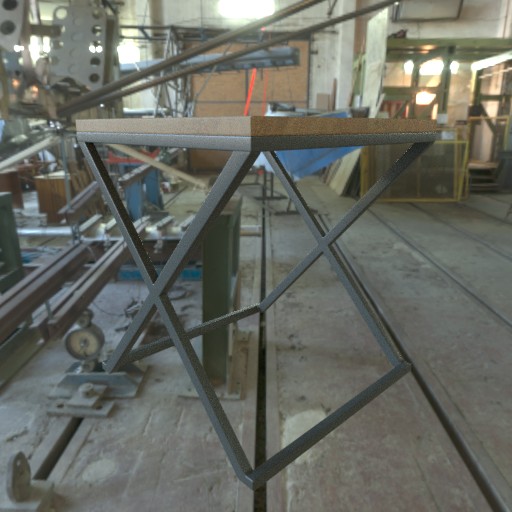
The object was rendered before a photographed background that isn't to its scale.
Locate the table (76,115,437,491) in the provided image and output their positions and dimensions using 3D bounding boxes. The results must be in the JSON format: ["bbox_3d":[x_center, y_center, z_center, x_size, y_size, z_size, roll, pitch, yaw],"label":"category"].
[{"bbox_3d":[0.000,0.000,0.933,0.499,0.550,0.498,-15,22,-42],"label":"table"}]
